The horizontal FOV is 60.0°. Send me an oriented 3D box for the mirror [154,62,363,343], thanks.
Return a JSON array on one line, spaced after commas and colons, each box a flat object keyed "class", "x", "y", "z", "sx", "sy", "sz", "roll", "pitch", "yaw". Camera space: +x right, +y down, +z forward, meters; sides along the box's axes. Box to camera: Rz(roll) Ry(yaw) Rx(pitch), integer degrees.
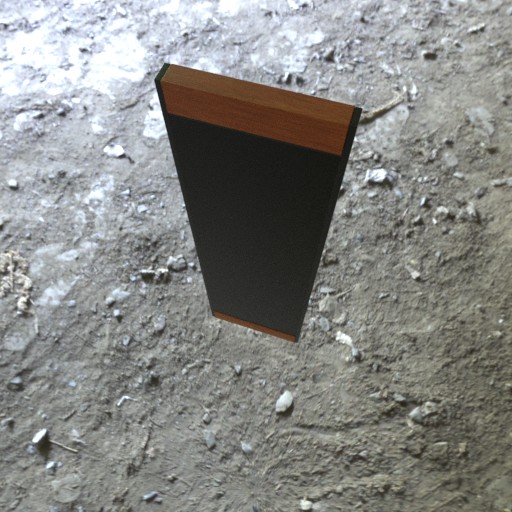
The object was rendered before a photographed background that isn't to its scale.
[{"class": "mirror", "x": 0.000, "y": 0.000, "z": 1.214, "sx": 0.343, "sy": 1.123, "sz": 0.047, "roll": 16, "pitch": 63, "yaw": 8}]
